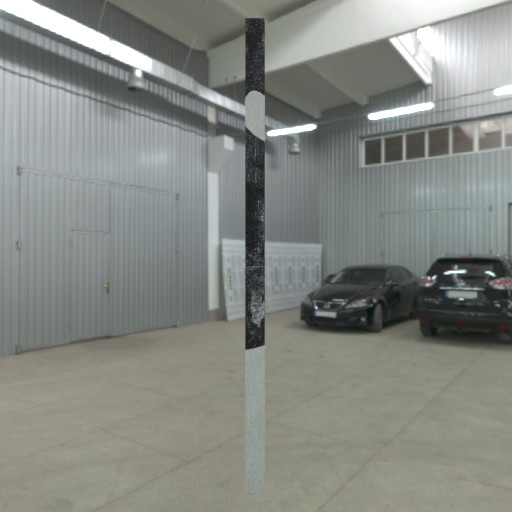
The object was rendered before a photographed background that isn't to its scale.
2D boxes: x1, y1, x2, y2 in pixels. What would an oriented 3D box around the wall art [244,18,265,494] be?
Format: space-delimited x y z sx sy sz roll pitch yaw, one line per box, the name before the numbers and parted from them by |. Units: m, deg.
wall art | 0.000 0.000 1.157 0.041 0.915 0.610 0 0 1
